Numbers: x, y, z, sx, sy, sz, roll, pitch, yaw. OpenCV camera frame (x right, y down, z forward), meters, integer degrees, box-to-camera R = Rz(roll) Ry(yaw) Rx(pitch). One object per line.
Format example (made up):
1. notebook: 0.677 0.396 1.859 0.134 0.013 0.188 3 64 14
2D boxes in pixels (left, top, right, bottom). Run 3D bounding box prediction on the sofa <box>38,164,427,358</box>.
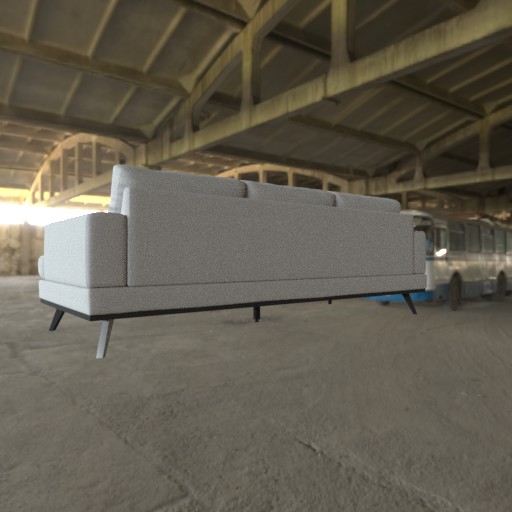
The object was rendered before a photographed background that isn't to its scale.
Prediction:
1. sofa: 0.000 0.000 2.748 2.310 0.810 0.920 0 0 -37
